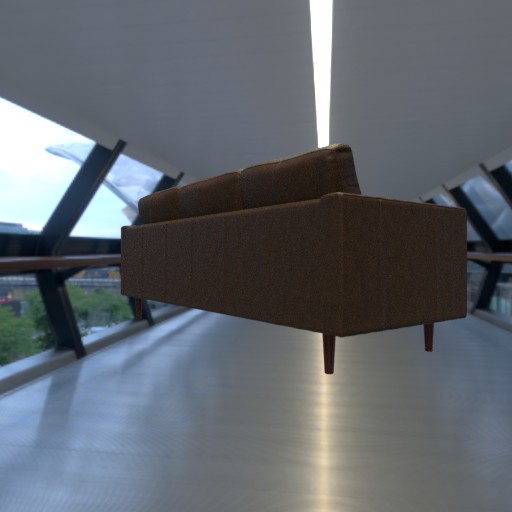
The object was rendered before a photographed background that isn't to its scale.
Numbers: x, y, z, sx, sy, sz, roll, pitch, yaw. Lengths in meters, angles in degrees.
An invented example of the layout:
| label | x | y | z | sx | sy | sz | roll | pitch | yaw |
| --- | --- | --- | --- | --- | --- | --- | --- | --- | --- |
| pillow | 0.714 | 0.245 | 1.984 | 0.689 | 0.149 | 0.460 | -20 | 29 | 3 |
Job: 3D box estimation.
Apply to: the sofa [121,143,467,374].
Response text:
| label | x | y | z | sx | sy | sz | roll | pitch | yaw |
| --- | --- | --- | --- | --- | --- | --- | --- | --- | --- |
| sofa | 0.000 | 0.000 | 2.739 | 0.903 | 0.930 | 2.231 | 0 | 0 | -37 |
